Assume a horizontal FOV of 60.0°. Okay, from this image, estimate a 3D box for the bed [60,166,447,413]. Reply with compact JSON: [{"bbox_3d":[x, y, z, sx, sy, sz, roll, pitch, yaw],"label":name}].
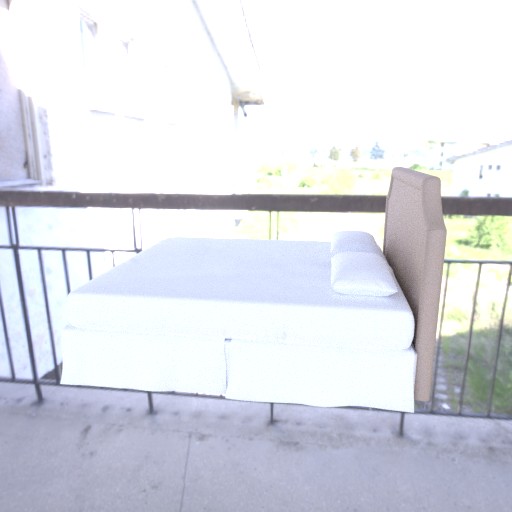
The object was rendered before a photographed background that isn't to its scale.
[{"bbox_3d":[0.000,0.000,4.134,2.773,1.590,2.350,2,14,9],"label":"bed"}]
